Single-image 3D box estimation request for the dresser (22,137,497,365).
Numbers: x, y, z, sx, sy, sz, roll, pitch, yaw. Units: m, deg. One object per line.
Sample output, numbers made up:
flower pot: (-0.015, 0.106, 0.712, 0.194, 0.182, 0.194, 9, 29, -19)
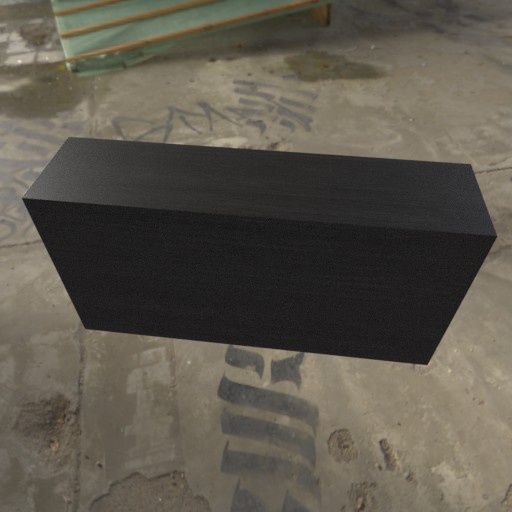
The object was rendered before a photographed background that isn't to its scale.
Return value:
dresser: (0.000, 0.000, 1.894, 1.590, 0.795, 0.400, 5, 46, 5)
